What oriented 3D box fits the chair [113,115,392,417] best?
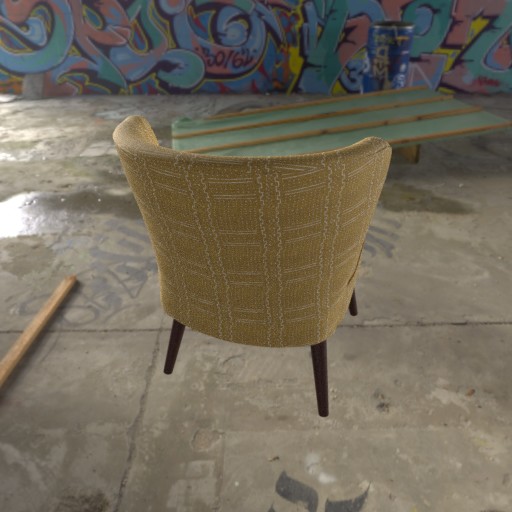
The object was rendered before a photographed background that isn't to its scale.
[{"bbox_3d":[0.000,0.000,1.377,0.706,0.866,0.758,10,33,16],"label":"chair"}]
